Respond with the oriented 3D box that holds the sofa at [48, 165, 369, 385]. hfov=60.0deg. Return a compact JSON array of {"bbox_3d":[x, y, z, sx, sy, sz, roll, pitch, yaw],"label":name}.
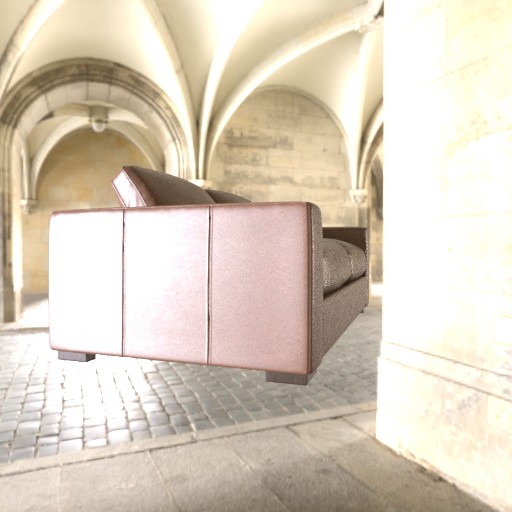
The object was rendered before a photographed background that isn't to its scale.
[{"bbox_3d":[0.000,0.000,2.436,1.070,0.800,1.920,0,1,19],"label":"sofa"}]
